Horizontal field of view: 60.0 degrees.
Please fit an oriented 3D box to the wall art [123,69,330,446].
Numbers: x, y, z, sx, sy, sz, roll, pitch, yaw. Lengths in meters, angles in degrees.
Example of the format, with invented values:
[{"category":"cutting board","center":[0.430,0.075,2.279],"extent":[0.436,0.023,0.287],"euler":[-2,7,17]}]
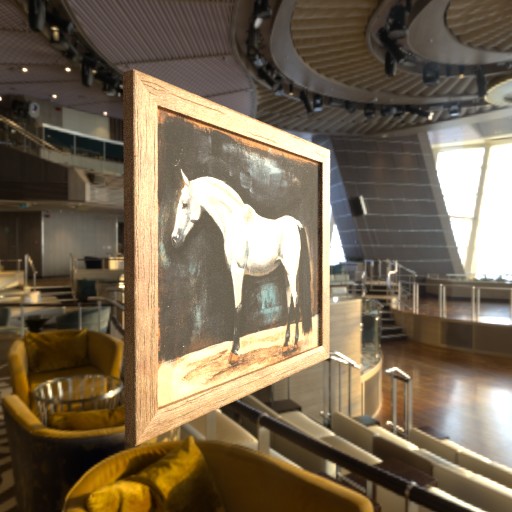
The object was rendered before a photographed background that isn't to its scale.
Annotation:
[{"category":"wall art","center":[0.000,0.000,0.978],"extent":[0.026,0.588,0.690],"euler":[1,1,35]}]
